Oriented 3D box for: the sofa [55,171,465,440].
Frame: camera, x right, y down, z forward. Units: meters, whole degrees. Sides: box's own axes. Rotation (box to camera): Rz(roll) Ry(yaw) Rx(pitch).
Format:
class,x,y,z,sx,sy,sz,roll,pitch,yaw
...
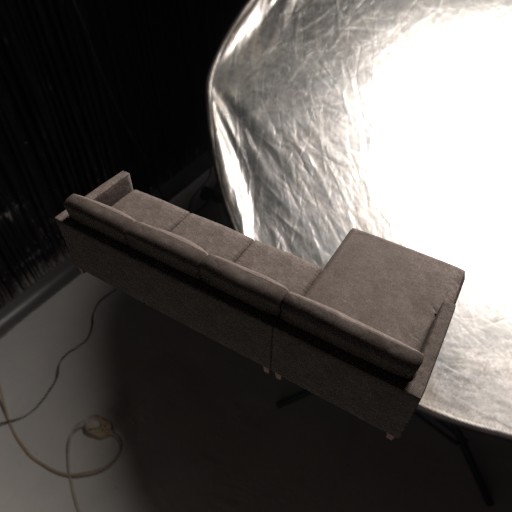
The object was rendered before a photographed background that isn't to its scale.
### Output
class,x,y,z,sx,sy,sz,roll,pitch,yaw
sofa,0.000,0.000,4.141,3.471,0.954,1.606,23,50,22
